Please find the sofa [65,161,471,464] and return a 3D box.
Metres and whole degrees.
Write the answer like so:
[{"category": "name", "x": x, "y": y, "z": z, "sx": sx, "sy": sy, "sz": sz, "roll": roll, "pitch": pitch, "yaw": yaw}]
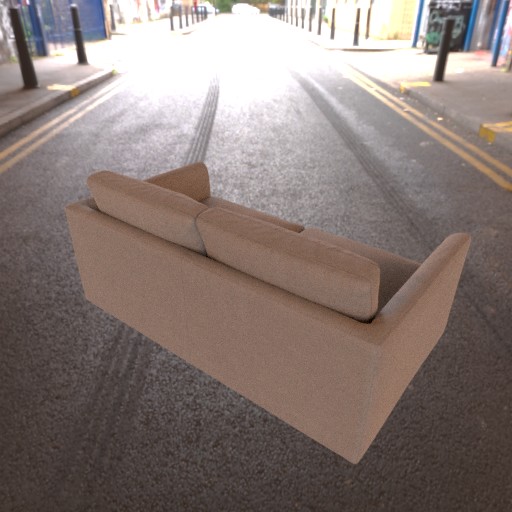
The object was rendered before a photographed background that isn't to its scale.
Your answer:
[{"category": "sofa", "x": 0.000, "y": 0.000, "z": 2.451, "sx": 1.905, "sy": 0.839, "sz": 1.091, "roll": 21, "pitch": 36, "yaw": 32}]
